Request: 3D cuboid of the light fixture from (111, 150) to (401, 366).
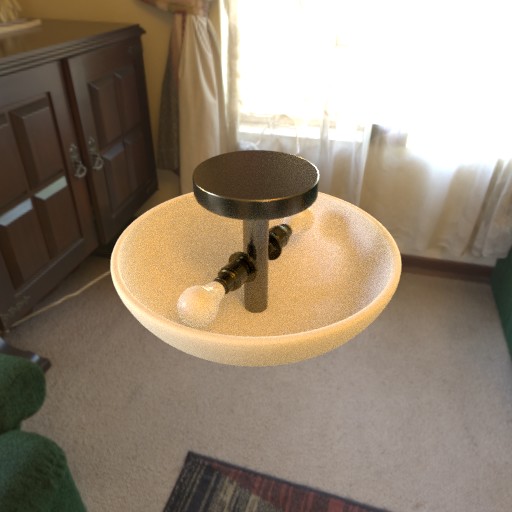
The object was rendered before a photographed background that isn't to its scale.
[{"bbox_3d":[0.000,0.000,0.530,0.330,0.214,0.330,0,34,0],"label":"light fixture"}]
